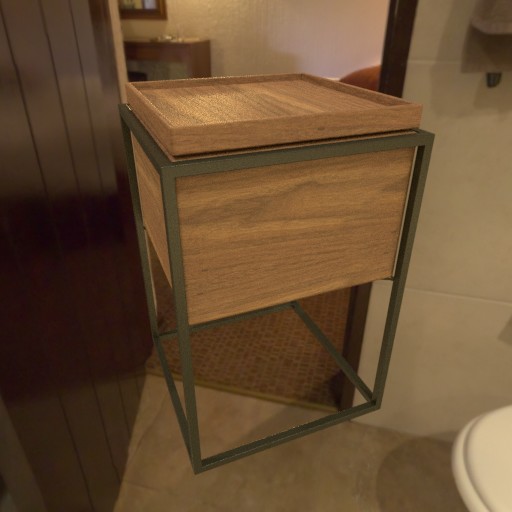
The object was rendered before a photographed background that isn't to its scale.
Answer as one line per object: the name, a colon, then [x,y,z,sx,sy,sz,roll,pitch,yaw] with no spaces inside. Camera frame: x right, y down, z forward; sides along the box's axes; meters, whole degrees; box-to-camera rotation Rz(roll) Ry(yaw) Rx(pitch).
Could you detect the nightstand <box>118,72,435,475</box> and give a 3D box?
nightstand: [0.000,0.000,0.864,0.397,0.607,0.397,-11,32,-19]
